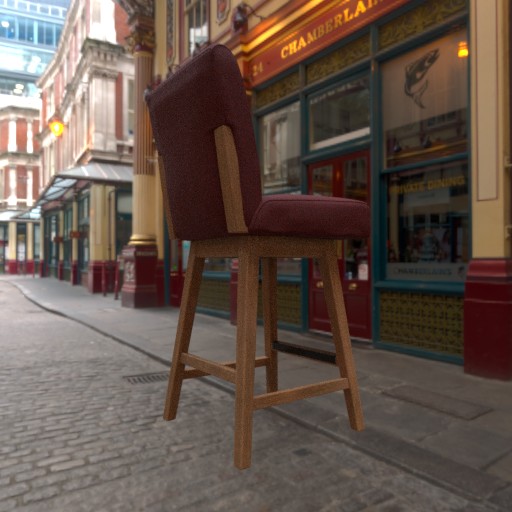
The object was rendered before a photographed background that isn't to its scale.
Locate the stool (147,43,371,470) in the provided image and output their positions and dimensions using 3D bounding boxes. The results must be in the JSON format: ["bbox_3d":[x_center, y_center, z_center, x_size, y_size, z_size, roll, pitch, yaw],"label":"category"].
[{"bbox_3d":[0.000,0.000,1.369,0.562,1.038,0.468,1,-2,-36],"label":"stool"}]
